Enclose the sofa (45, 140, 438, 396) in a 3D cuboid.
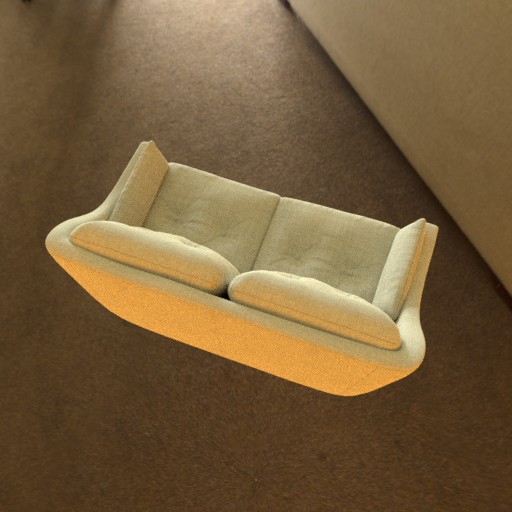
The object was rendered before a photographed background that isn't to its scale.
[{"bbox_3d":[0.000,0.000,2.256,1.652,0.888,0.965,18,65,9],"label":"sofa"}]
